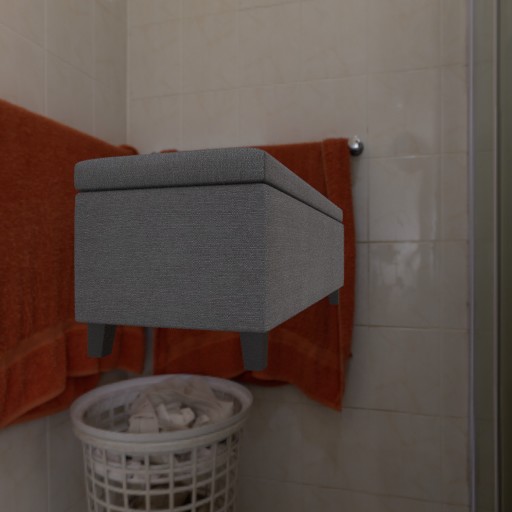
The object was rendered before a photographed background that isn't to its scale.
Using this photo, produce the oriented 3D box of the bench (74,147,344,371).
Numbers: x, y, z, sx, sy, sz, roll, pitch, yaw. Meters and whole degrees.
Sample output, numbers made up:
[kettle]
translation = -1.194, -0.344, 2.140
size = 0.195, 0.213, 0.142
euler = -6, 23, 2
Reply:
[bench]
translation = 0.000, 0.000, 1.484
size = 0.446, 0.438, 1.269
euler = 0, 0, 18
